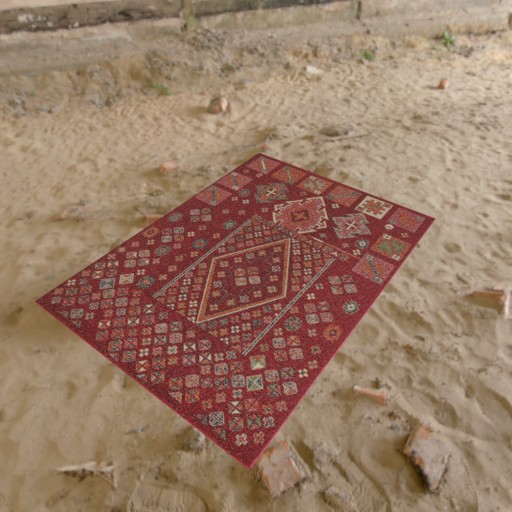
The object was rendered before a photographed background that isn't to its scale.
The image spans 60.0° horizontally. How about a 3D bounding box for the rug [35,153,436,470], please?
[{"bbox_3d":[0.000,0.000,4.339,2.389,0.011,3.306,27,48,27],"label":"rug"}]
